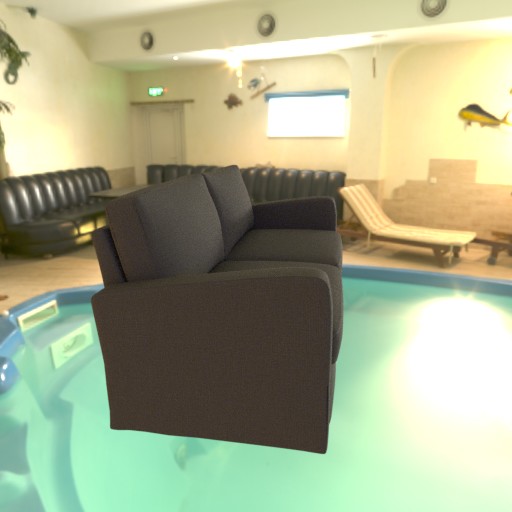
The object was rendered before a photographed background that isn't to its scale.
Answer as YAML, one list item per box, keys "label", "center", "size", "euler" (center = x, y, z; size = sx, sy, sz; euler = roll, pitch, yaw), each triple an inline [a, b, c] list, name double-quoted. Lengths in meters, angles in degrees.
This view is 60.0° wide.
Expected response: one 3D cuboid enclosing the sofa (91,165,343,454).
- label: "sofa"
  center: [0.000, 0.000, 2.309]
  size: [0.898, 0.839, 1.852]
  euler: [3, 16, 10]
